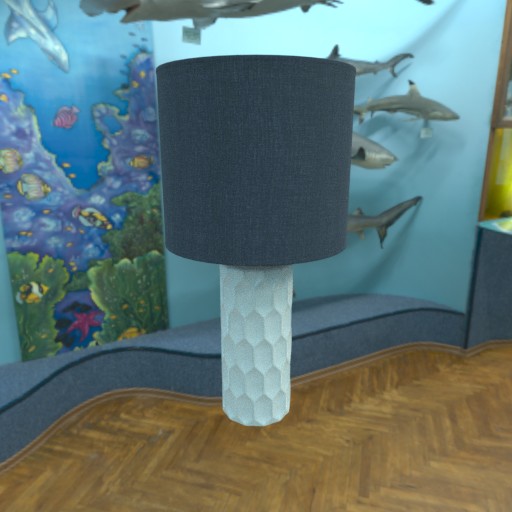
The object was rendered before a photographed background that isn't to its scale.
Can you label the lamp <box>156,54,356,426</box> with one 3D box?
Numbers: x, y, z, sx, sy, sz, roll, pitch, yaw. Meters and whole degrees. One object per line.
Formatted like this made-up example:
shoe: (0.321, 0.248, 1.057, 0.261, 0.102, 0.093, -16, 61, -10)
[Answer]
lamp: (0.000, 0.000, 0.694, 0.277, 0.537, 0.277, -8, 17, -26)
